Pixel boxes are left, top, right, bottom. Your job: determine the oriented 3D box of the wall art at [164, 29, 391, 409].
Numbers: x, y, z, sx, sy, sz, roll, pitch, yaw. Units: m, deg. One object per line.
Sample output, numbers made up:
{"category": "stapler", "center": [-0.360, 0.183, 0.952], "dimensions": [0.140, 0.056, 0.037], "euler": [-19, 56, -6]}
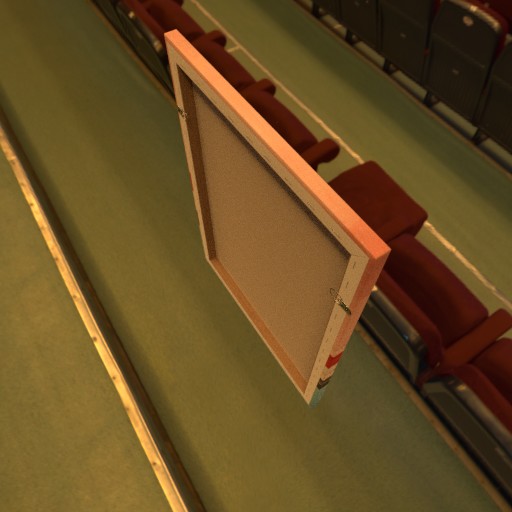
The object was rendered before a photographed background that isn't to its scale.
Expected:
{"category": "wall art", "center": [0.000, 0.000, 1.327], "dimensions": [0.039, 1.016, 0.761], "euler": [-29, 62, -17]}
